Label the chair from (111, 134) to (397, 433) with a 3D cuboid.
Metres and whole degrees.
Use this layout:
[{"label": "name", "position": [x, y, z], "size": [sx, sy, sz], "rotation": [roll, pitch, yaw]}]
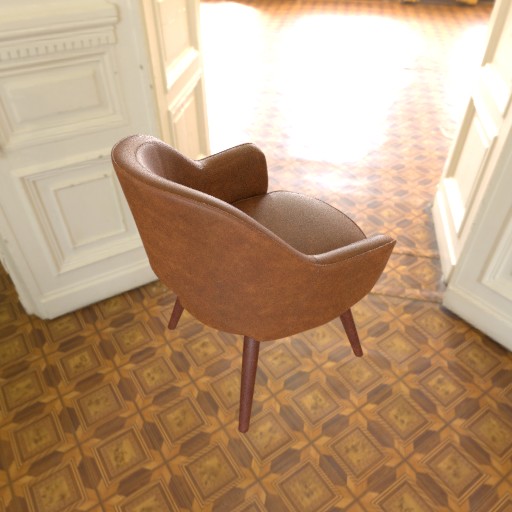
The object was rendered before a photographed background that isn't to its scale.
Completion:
[{"label": "chair", "position": [0.000, 0.000, 1.225], "size": [0.640, 0.777, 0.591], "rotation": [-25, 47, -25]}]
